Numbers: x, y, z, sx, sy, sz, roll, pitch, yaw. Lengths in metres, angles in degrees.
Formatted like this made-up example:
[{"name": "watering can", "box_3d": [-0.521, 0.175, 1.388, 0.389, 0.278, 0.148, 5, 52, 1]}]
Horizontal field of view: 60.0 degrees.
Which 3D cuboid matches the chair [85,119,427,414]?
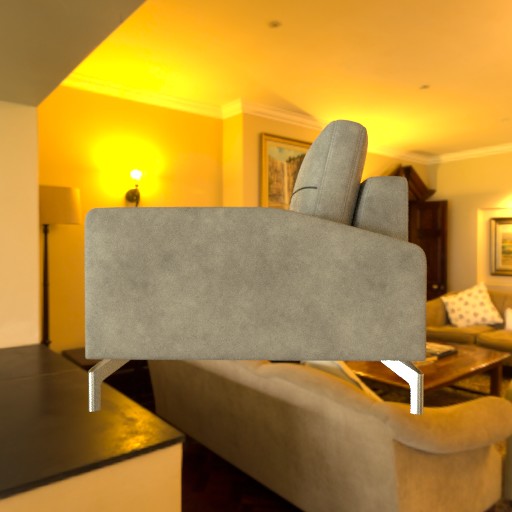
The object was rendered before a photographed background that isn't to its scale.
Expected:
[{"name": "chair", "box_3d": [0.000, 0.000, 1.574, 0.900, 0.800, 0.900, 0, 1, 1]}]
